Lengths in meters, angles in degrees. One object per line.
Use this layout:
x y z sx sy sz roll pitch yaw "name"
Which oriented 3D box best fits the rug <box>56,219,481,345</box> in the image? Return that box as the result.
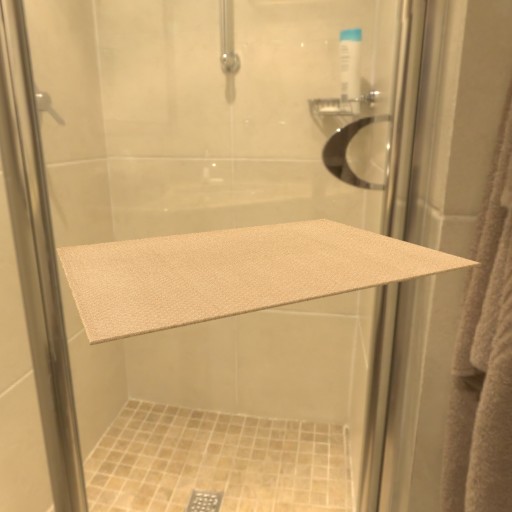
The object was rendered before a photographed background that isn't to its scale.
0.000 0.000 2.722 2.144 0.013 1.509 -8 18 -27 "rug"
